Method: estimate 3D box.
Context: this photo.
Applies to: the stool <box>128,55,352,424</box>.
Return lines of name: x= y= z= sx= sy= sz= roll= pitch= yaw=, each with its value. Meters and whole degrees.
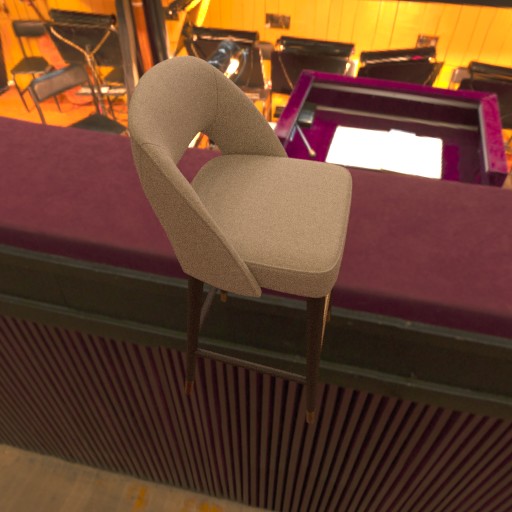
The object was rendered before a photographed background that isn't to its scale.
stool: x=0.000 y=0.000 z=1.302 sx=0.509 sy=1.037 sz=0.494 roll=10 pitch=46 yaw=10
